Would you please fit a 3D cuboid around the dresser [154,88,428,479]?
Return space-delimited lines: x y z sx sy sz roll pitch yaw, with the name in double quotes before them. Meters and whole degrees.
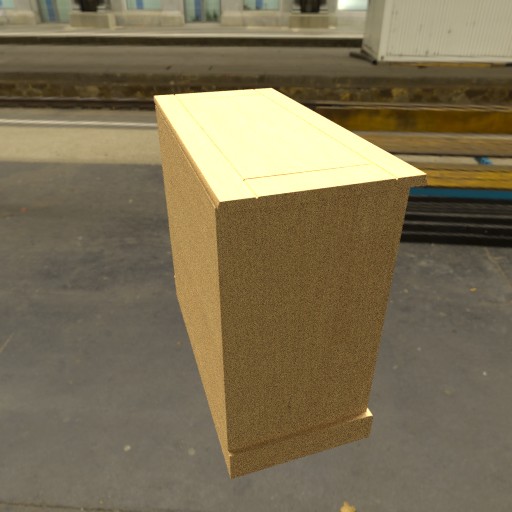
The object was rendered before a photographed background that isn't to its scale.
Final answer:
"dresser" 0.000 0.000 1.421 0.440 0.835 0.915 -10 33 -15
